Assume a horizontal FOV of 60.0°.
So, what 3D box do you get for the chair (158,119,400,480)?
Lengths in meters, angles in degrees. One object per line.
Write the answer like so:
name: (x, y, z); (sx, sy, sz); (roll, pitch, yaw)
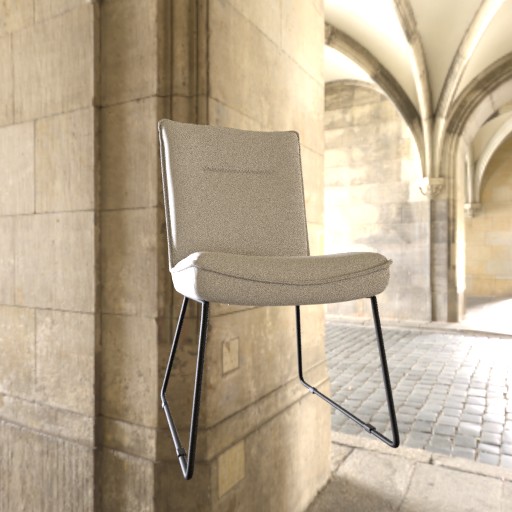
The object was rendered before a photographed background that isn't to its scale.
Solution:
chair: (0.000, 0.000, 1.298); (0.515, 0.930, 0.688); (0, 1, -17)
